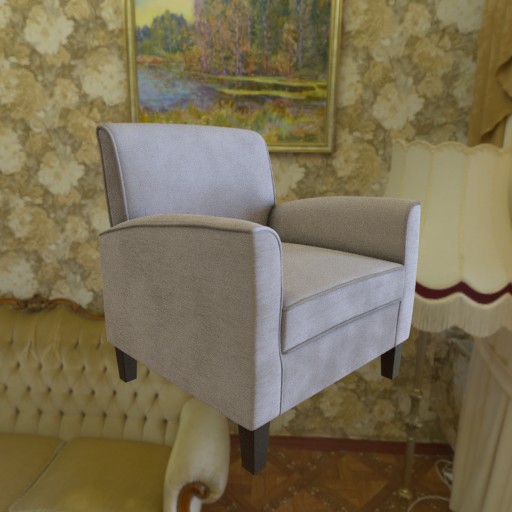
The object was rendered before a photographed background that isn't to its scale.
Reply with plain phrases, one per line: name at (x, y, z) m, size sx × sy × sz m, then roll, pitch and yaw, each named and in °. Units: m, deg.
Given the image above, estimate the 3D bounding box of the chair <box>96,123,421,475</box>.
chair at (0.000, 0.000, 1.550) m, size 0.820 × 0.915 × 0.821 m, roll -12°, pitch 18°, yaw -43°
